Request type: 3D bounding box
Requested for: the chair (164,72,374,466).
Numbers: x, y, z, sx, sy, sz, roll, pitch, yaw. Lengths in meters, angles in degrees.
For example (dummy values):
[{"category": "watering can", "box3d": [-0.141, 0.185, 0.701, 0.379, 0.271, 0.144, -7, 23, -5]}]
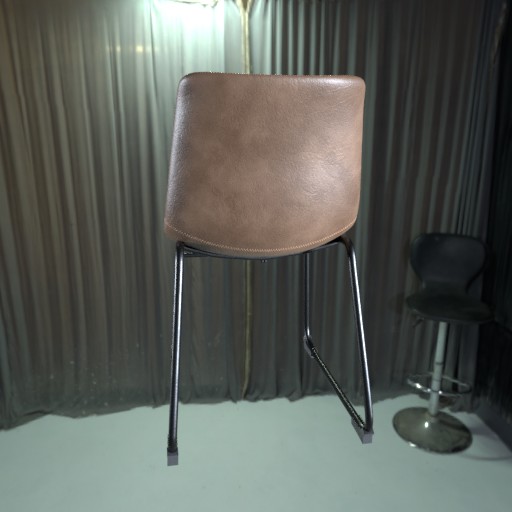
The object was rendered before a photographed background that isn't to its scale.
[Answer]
[{"category": "chair", "box3d": [0.000, 0.000, 1.101, 0.460, 0.780, 0.551, -2, 14, -9]}]
